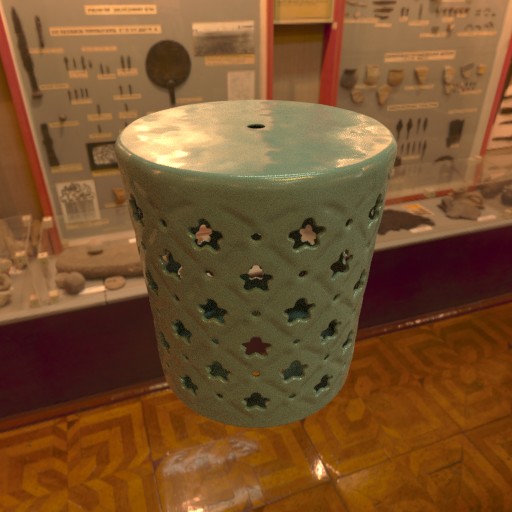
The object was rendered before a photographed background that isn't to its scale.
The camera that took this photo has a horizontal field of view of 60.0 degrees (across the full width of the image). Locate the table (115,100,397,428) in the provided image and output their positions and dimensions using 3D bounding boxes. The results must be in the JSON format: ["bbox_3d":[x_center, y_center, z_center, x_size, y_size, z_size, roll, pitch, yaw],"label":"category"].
[{"bbox_3d":[0.000,0.000,0.664,0.352,0.387,0.352,0,31,0],"label":"table"}]
